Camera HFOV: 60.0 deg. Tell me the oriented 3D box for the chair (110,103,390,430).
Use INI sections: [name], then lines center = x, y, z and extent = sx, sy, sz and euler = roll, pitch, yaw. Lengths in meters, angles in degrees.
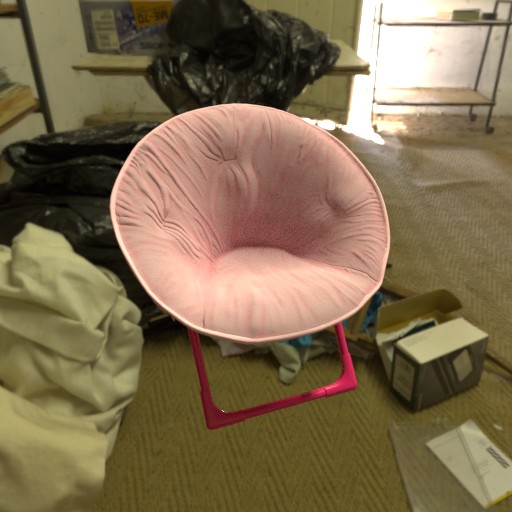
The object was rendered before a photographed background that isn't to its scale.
[chair]
center = 0.000, 0.000, 0.892
extent = 0.522, 0.494, 0.459
euler = -10, 33, -16
